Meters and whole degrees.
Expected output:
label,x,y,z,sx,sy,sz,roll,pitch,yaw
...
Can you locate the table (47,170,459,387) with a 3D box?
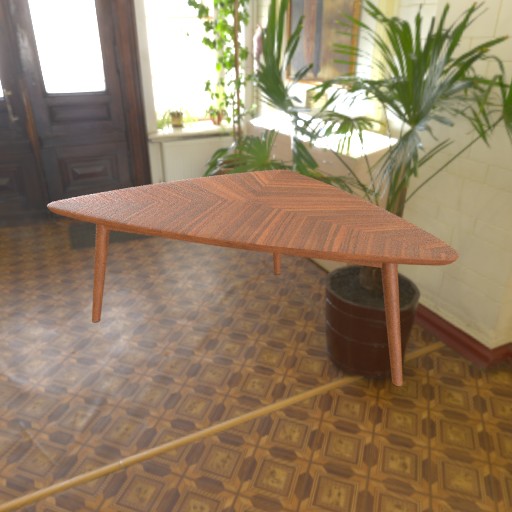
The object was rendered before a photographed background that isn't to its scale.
label,x,y,z,sx,sy,sz,roll,pitch,yaw
table,0.000,0.000,1.302,1.008,0.365,0.601,8,27,16
